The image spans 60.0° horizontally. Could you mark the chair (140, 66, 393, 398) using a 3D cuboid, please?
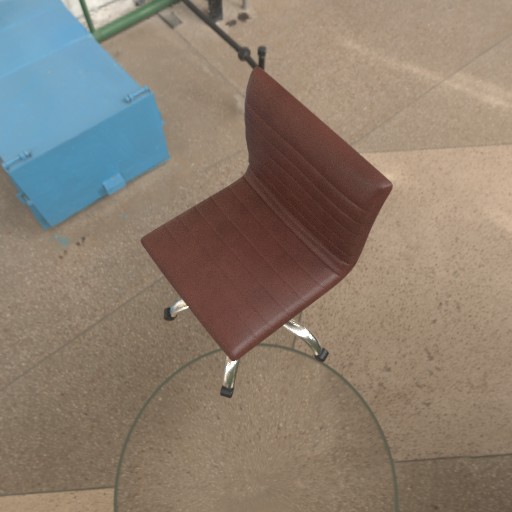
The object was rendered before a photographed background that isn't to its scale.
[{"bbox_3d":[0.000,0.000,1.148,0.530,0.780,0.556,-35,68,-16],"label":"chair"}]
